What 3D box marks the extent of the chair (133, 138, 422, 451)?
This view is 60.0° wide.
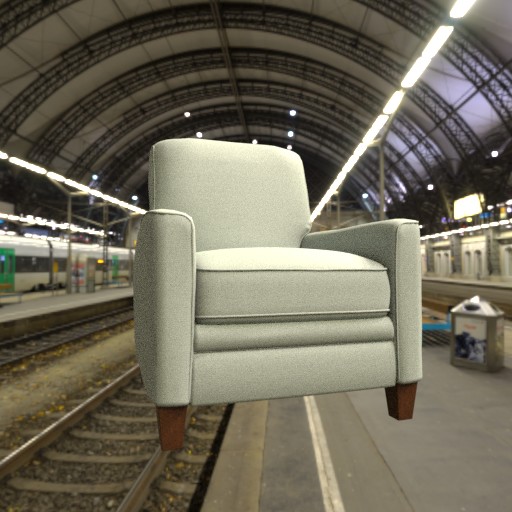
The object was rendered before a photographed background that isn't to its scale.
[{"bbox_3d":[0.000,0.000,1.605,0.853,1.007,0.846,0,-1,-18],"label":"chair"}]
